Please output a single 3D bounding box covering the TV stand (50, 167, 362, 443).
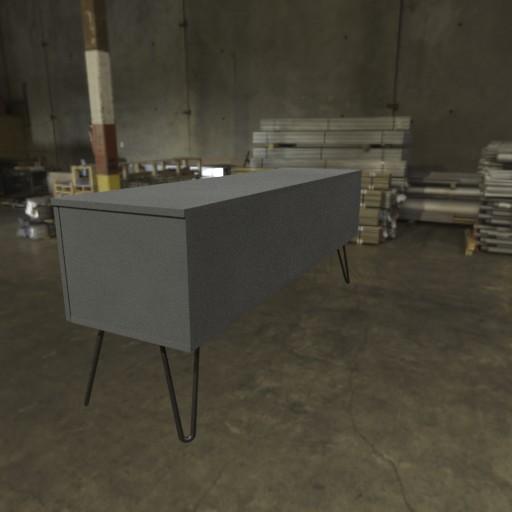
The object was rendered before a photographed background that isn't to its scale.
[{"bbox_3d":[0.000,0.000,1.637,0.400,0.560,1.400,7,16,26],"label":"TV stand"}]
